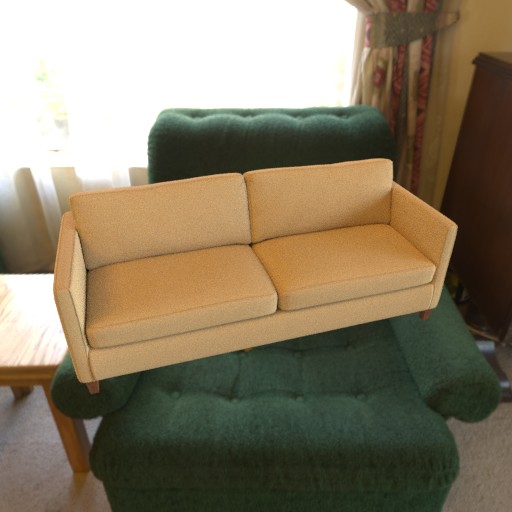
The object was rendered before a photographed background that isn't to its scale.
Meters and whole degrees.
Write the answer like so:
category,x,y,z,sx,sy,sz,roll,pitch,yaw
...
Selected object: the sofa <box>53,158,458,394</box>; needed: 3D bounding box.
category,x,y,z,sx,sy,sz,roll,pitch,yaw
sofa,0.000,0.000,2.934,2.361,0.968,0.951,-9,33,-14
